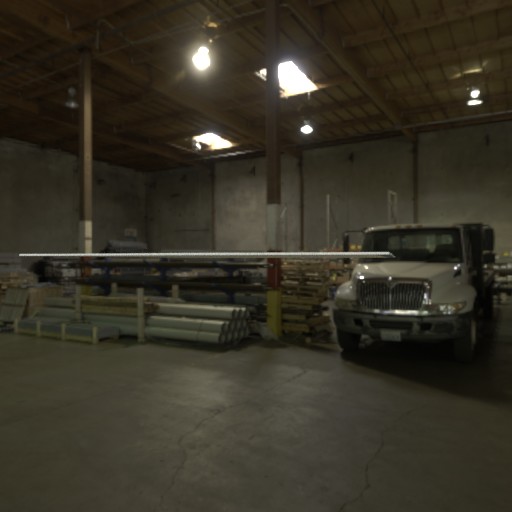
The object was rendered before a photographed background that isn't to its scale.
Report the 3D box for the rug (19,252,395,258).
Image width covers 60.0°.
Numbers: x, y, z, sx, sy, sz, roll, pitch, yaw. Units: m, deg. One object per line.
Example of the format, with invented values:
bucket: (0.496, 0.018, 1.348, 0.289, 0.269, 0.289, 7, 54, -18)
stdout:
rug: (0.000, 0.000, 4.096, 2.434, 0.019, 3.041, 0, -1, 18)
